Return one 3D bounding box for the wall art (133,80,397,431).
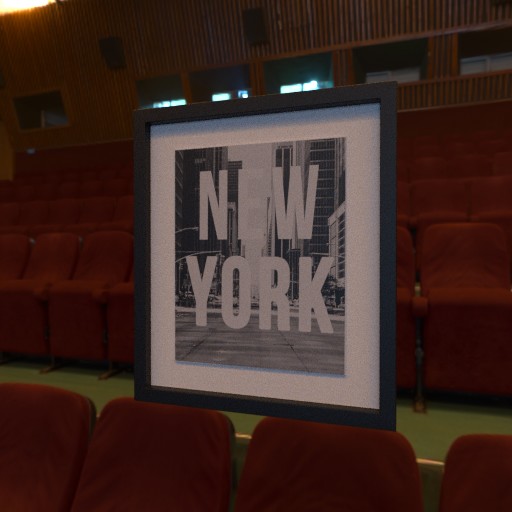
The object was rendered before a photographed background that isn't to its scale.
[{"bbox_3d":[0.000,0.000,0.542,0.328,0.381,0.028,0,1,18],"label":"wall art"}]
